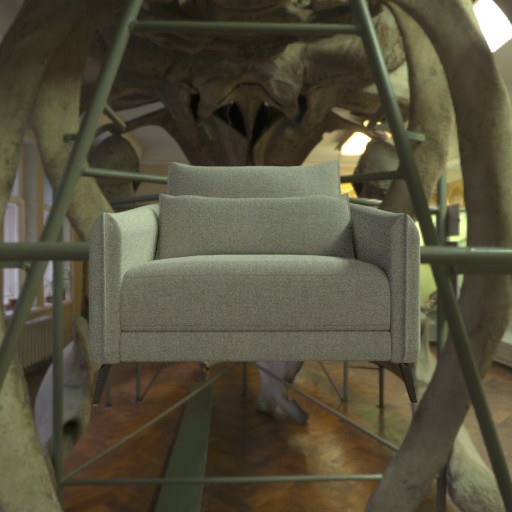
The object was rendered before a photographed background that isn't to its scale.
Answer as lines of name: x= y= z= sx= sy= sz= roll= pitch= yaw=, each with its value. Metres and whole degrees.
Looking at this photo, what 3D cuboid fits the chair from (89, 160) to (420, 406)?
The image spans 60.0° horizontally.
chair: x=0.000 y=0.000 z=1.636 sx=1.029 sy=0.856 sz=0.801 roll=0 pitch=0 yaw=-1
